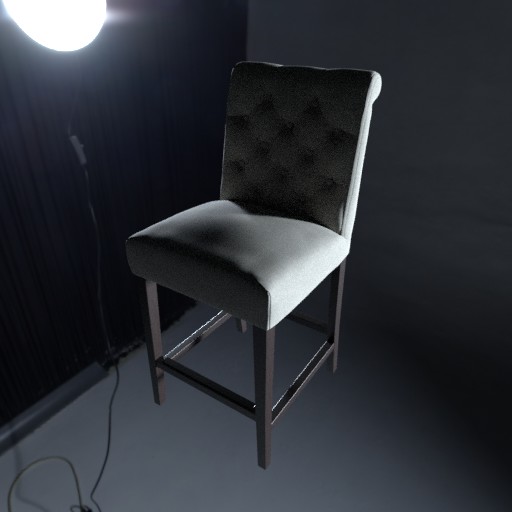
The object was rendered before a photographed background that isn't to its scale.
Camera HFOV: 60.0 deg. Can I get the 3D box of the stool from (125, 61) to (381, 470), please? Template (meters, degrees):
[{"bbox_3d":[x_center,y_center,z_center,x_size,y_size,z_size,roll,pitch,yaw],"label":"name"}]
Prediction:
[{"bbox_3d":[0.000,0.000,1.363,0.493,1.040,0.601,18,34,29],"label":"stool"}]
